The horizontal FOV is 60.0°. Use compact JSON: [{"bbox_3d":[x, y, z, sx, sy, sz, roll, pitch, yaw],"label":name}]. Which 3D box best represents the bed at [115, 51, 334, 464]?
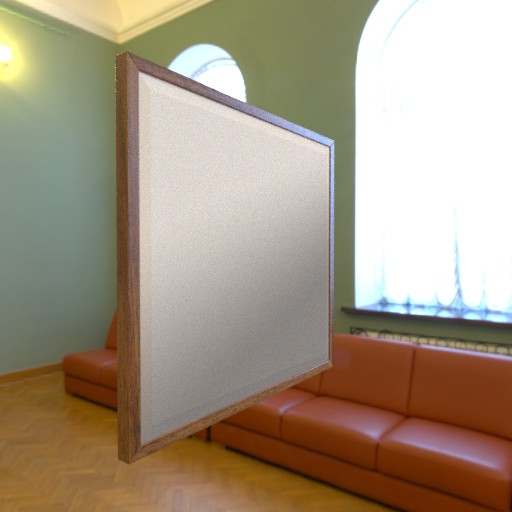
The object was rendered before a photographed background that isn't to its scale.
[{"bbox_3d":[0.000,0.000,1.438,0.043,0.940,1.041,1,1,36],"label":"bed"}]
